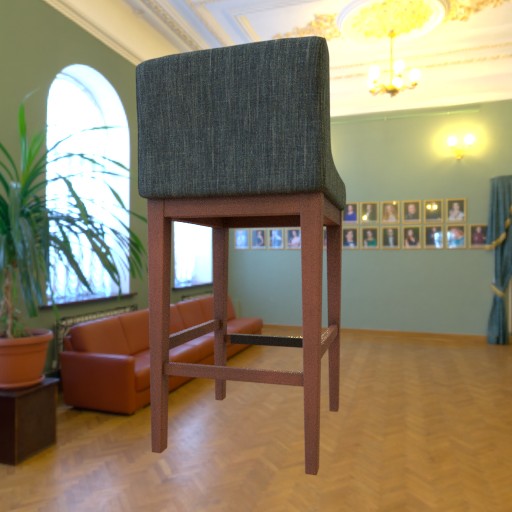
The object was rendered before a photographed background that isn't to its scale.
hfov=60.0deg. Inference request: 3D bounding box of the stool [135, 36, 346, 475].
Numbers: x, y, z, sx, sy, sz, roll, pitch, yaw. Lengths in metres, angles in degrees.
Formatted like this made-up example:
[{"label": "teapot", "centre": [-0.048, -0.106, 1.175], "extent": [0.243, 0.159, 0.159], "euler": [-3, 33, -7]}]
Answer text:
[{"label": "stool", "centre": [0.000, 0.000, 1.070], "extent": [0.395, 0.835, 0.459], "euler": [0, 0, 17]}]
